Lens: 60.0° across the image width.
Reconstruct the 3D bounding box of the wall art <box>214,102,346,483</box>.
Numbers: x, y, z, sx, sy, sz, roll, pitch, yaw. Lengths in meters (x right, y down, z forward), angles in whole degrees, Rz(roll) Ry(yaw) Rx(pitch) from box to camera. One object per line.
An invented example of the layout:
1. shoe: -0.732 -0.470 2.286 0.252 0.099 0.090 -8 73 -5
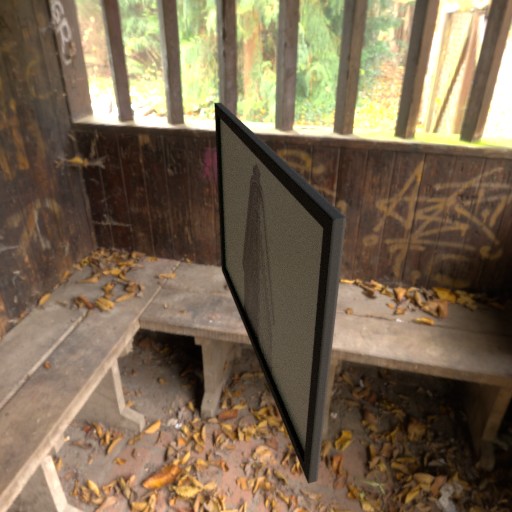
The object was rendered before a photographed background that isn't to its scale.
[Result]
1. wall art: 0.000 0.000 1.245 0.026 0.656 0.958 -8 30 -13
